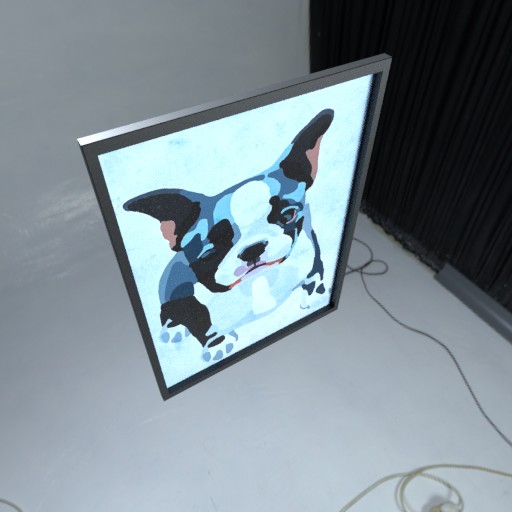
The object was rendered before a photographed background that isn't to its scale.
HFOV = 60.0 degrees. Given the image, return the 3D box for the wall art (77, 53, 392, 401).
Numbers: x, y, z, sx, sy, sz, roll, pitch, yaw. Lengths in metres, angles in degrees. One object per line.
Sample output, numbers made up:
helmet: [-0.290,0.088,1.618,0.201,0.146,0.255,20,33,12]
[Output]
wall art: [0.000,0.000,1.337,0.774,1.027,0.030,-24,50,-21]
